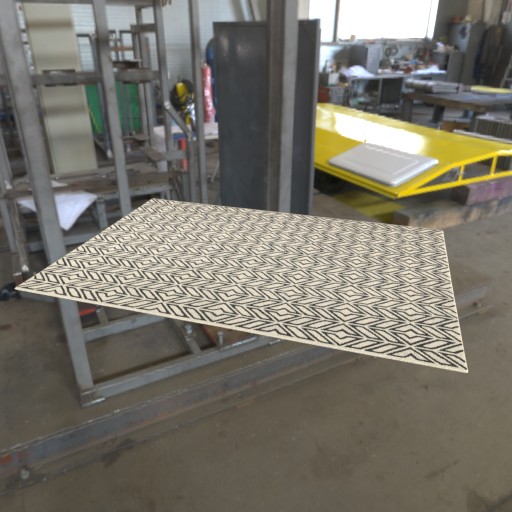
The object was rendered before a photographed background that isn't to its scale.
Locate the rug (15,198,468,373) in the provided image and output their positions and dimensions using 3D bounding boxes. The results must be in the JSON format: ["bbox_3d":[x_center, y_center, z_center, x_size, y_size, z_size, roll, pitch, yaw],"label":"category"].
[{"bbox_3d":[0.000,0.000,2.213,1.828,0.007,1.220,8,28,15],"label":"rug"}]
